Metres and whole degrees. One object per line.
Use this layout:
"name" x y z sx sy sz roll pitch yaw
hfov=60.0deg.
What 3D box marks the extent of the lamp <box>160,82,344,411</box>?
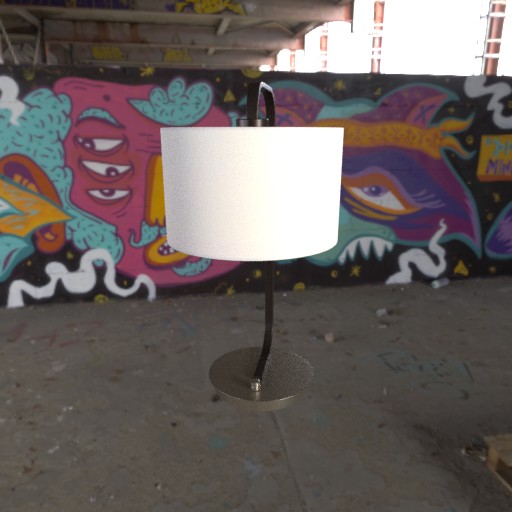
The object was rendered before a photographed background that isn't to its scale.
"lamp" 0.000 0.000 0.642 0.230 0.473 0.288 3 16 10
